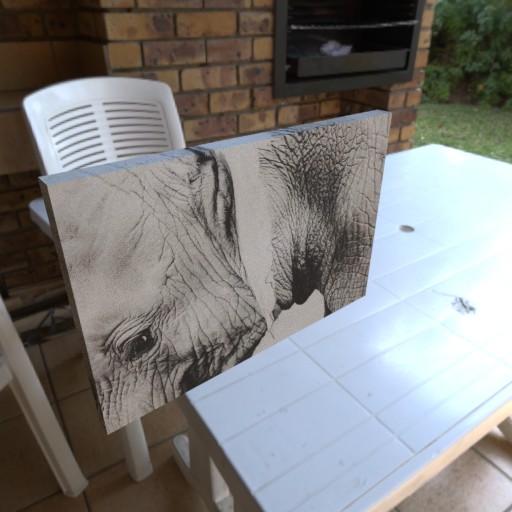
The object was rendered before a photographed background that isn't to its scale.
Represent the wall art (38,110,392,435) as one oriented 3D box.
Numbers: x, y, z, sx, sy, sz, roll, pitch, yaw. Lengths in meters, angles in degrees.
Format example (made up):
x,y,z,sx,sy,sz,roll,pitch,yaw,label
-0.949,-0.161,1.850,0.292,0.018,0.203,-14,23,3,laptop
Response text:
x,y,z,sx,sy,sz,roll,pitch,yaw,label
0.000,0.000,0.763,0.613,0.407,0.035,-21,36,-33,wall art
